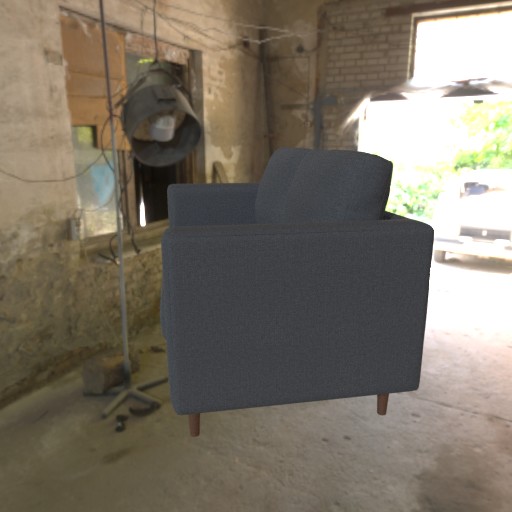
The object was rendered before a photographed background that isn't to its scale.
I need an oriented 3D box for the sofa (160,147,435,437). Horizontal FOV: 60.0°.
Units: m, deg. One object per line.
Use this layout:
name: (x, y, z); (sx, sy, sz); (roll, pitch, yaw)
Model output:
sofa: (0.000, 0.000, 1.922); (0.796, 0.908, 1.430); (-3, 15, -10)
